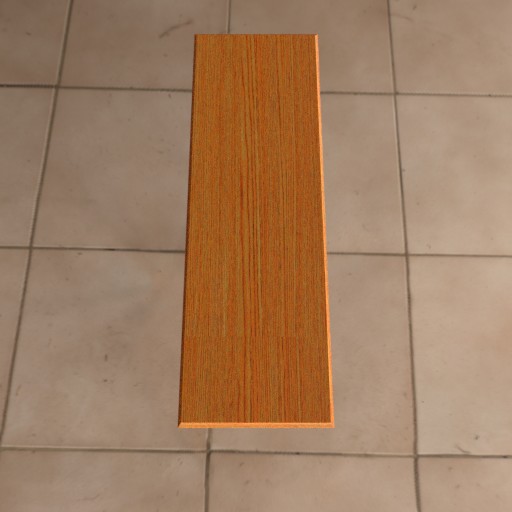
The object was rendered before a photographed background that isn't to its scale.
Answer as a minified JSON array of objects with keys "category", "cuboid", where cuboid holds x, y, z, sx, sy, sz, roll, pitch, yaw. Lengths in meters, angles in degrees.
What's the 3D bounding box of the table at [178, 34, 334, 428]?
[{"category":"table","cuboid":[0.000,0.000,1.153,0.254,0.711,0.762,0,75,0]}]
